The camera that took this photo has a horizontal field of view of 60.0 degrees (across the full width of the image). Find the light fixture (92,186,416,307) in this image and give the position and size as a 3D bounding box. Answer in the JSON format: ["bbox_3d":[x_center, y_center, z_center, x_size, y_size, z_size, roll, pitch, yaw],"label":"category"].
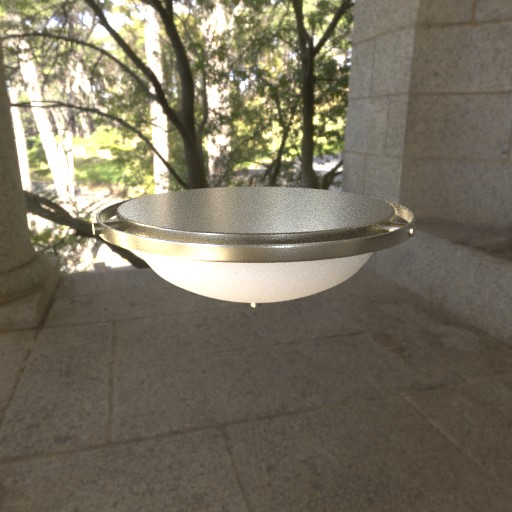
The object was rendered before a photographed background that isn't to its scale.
[{"bbox_3d":[0.000,0.000,0.545,0.361,0.130,0.361,0,16,0],"label":"light fixture"}]
